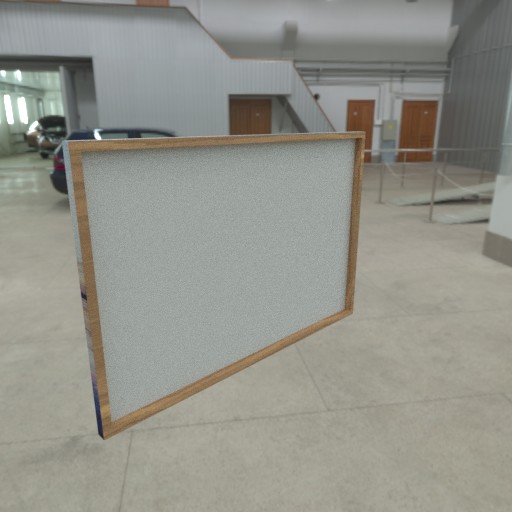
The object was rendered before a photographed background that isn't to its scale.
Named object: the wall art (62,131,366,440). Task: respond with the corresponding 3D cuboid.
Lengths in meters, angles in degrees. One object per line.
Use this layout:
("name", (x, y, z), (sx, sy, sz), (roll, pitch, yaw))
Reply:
("wall art", (0.000, 0.000, 0.762), (0.604, 0.402, 0.018), (-16, 23, -42))
